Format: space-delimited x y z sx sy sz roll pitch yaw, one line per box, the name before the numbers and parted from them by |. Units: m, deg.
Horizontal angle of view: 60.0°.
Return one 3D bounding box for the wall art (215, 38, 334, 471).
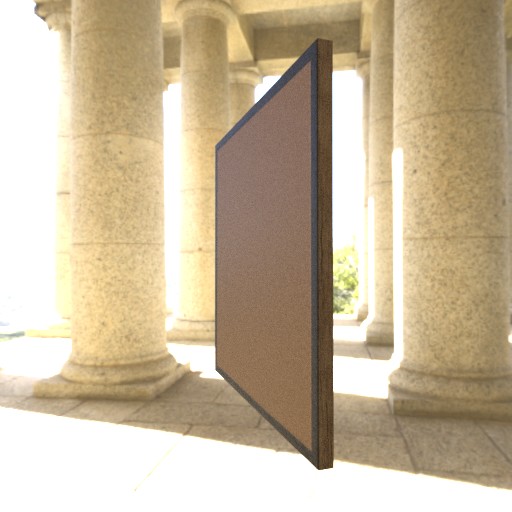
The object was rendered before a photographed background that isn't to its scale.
wall art | 0.000 0.000 1.040 0.029 0.691 0.695 0 -1 -19
